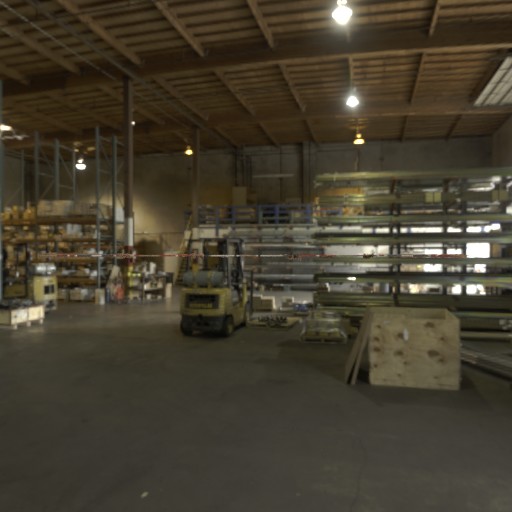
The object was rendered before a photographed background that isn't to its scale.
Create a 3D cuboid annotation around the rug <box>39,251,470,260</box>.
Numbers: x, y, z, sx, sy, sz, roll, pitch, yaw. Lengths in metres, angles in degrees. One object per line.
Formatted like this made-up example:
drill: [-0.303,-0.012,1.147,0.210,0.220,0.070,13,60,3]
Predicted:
rug: [0.000,0.000,3.222,2.450,0.048,1.778,0,0,1]
